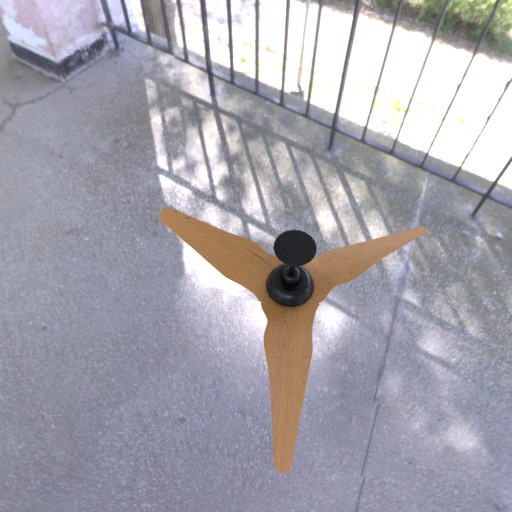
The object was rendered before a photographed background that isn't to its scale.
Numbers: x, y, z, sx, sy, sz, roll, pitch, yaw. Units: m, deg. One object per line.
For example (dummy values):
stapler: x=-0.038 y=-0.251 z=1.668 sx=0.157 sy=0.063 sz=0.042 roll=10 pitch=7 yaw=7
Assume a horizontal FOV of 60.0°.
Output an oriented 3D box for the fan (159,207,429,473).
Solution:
fan: x=0.000 y=0.000 z=1.672 sx=1.010 sy=0.355 sz=1.142 roll=29 pitch=62 yaw=17
